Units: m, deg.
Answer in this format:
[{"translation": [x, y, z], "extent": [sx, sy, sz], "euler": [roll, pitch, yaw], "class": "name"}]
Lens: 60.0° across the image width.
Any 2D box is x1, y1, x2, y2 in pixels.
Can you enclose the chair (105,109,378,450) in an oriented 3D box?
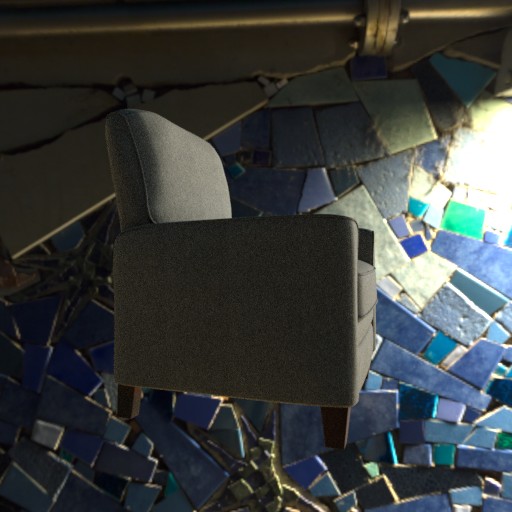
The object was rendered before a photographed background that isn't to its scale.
[{"translation": [0.000, 0.000, 1.651], "extent": [0.858, 1.028, 0.841], "euler": [0, 1, 19], "class": "chair"}]
